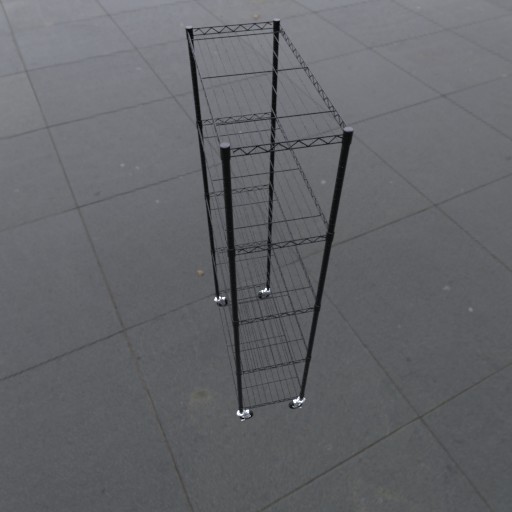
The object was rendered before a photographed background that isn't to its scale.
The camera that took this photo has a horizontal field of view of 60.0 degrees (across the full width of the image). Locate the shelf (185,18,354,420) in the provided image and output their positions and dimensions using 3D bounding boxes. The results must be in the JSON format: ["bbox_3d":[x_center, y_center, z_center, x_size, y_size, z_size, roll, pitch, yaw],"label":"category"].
[{"bbox_3d":[0.000,0.000,1.922,0.356,1.645,0.762,-9,49,-8],"label":"shelf"}]
